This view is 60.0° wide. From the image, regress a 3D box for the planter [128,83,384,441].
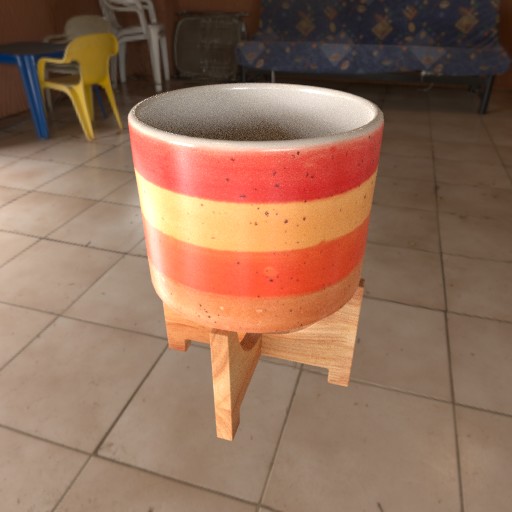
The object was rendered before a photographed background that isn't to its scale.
[{"bbox_3d":[0.000,0.000,0.407,0.199,0.268,0.199,0,31,0],"label":"planter"}]
